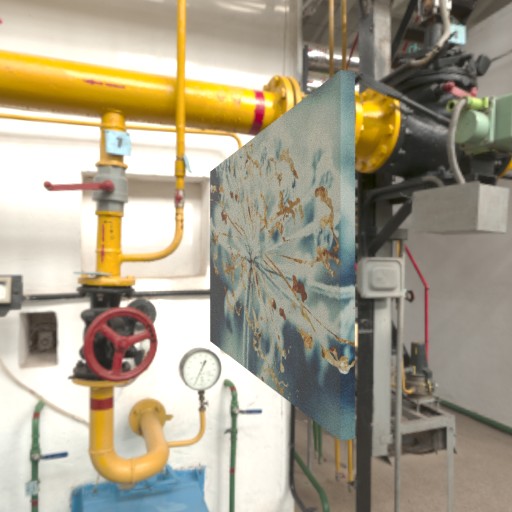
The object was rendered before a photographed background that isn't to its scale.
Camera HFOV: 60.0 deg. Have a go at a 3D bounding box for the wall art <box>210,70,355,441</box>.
[{"bbox_3d":[0.000,0.000,1.450,0.035,0.759,1.138,0,0,-19],"label":"wall art"}]
